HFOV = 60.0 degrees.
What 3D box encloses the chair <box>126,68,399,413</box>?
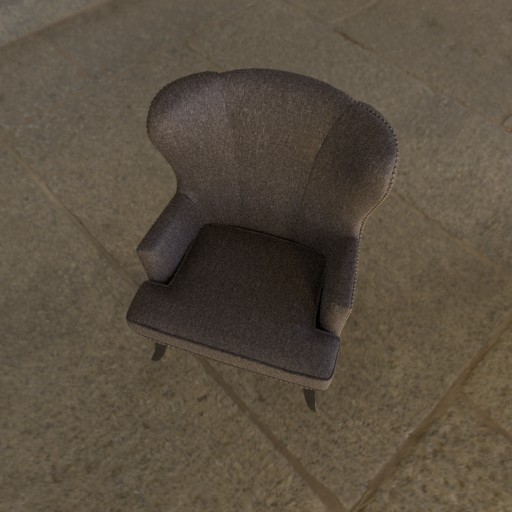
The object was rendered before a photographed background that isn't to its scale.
[{"bbox_3d":[0.000,0.000,1.632,0.759,1.060,0.758,15,60,9],"label":"chair"}]
